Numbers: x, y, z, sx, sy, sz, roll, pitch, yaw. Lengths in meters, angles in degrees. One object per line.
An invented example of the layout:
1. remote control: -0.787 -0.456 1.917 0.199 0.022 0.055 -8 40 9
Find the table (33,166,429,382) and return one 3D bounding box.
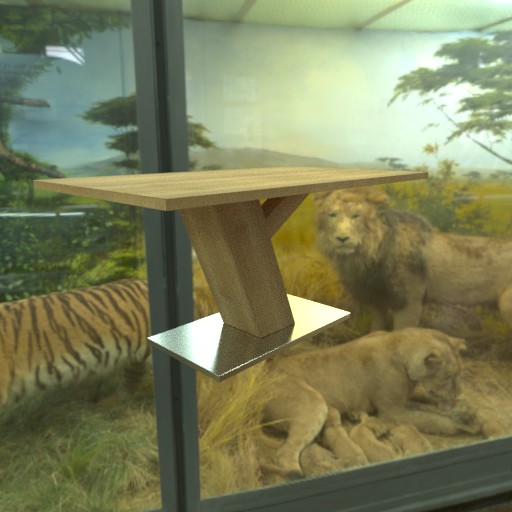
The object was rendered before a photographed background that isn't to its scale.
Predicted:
1. table: 0.000 0.000 2.095 0.900 0.750 1.600 13 19 42
